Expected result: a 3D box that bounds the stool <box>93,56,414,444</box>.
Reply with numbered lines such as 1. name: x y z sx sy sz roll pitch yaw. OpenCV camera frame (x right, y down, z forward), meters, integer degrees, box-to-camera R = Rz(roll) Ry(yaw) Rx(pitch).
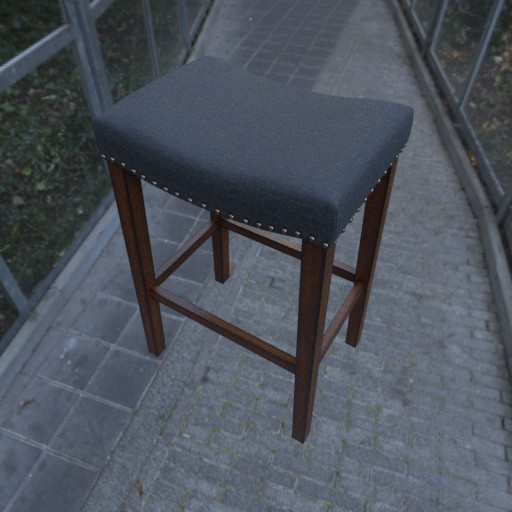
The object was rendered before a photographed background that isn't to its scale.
1. stool: 0.000 0.000 1.037 0.502 0.748 0.366 24 50 22
